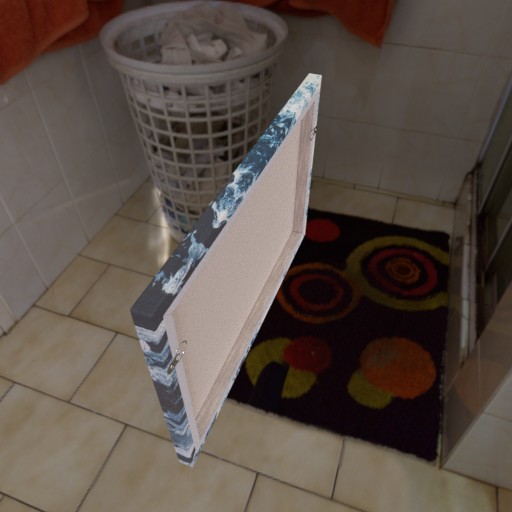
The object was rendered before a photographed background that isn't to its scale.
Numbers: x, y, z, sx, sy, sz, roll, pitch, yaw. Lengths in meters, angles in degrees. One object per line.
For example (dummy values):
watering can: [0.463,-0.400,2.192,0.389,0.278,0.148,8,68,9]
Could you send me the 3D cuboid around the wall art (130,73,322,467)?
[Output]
wall art: [0.000,0.000,1.173,0.042,0.610,0.915,16,47,15]
